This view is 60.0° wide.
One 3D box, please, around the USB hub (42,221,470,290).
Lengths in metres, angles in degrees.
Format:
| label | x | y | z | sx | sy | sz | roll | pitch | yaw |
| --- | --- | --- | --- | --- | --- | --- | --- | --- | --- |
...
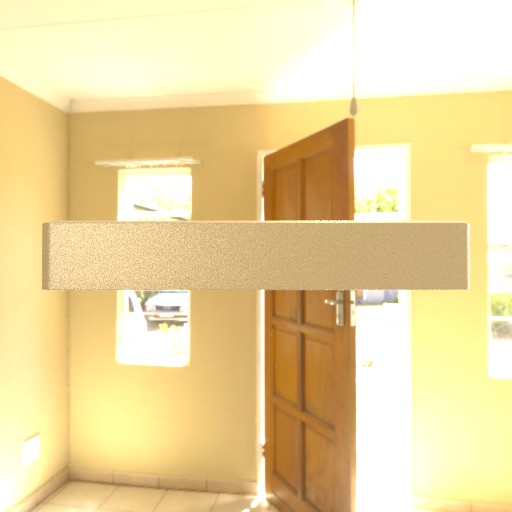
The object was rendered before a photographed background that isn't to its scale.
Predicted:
| label | x | y | z | sx | sy | sz | roll | pitch | yaw |
| --- | --- | --- | --- | --- | --- | --- | --- | --- | --- |
| USB hub | 0.000 | 0.000 | 0.168 | 0.145 | 0.023 | 0.044 | 0 | -1 | 0 |
